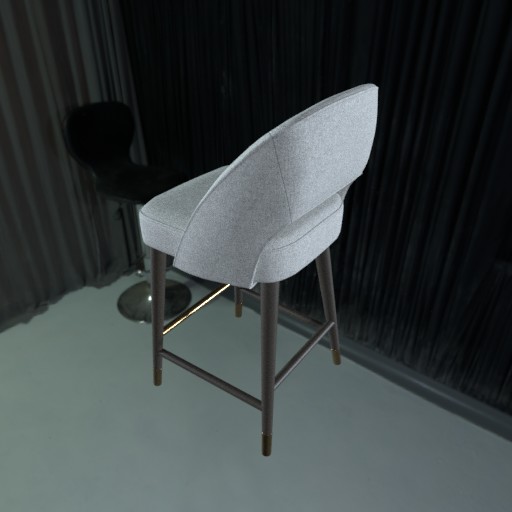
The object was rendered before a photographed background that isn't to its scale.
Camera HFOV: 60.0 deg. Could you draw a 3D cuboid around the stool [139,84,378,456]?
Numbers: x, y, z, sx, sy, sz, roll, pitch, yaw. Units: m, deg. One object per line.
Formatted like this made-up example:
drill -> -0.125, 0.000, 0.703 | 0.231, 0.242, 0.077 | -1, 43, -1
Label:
stool -> 0.000, 0.000, 1.228 | 0.509, 0.940, 0.494 | 21, 37, 30
